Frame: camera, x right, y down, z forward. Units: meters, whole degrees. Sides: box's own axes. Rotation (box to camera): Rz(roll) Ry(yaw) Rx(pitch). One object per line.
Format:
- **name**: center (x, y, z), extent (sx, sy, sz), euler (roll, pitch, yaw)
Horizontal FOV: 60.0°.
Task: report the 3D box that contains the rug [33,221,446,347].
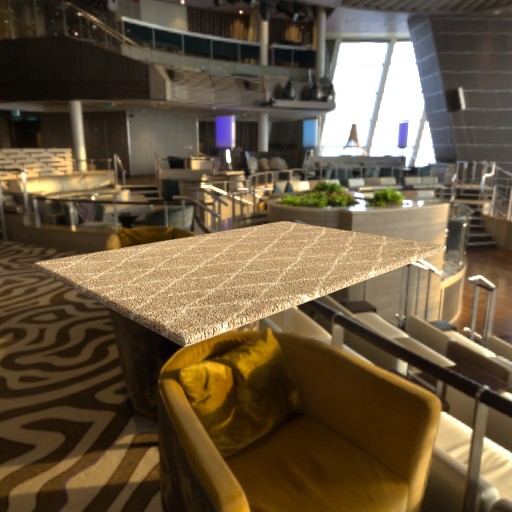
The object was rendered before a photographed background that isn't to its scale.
- **rug**: center (0.000, 0.000, 2.279), extent (1.778, 0.030, 1.219), euler (-13, 19, -43)
